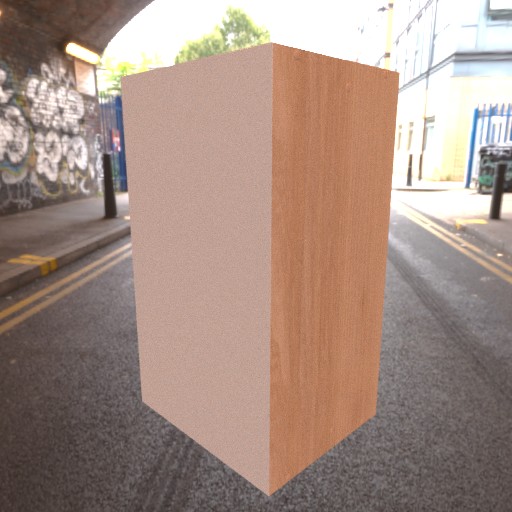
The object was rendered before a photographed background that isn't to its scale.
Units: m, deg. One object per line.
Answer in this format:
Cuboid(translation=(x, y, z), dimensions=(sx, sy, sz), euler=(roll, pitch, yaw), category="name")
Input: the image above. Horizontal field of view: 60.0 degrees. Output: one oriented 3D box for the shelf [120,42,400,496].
Cuboid(translation=(0.000, 0.000, 0.783), dimensions=(0.290, 0.600, 0.350), euler=(-13, 19, -43), category="shelf")
